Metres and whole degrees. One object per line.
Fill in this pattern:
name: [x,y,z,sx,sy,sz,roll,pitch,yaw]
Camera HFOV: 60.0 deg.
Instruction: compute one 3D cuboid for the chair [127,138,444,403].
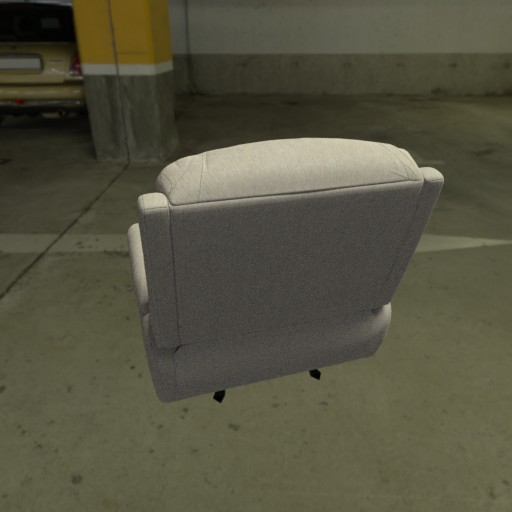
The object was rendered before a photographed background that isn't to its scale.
chair: [0.000,0.000,1.708,0.930,1.011,0.899,-8,27,-16]
